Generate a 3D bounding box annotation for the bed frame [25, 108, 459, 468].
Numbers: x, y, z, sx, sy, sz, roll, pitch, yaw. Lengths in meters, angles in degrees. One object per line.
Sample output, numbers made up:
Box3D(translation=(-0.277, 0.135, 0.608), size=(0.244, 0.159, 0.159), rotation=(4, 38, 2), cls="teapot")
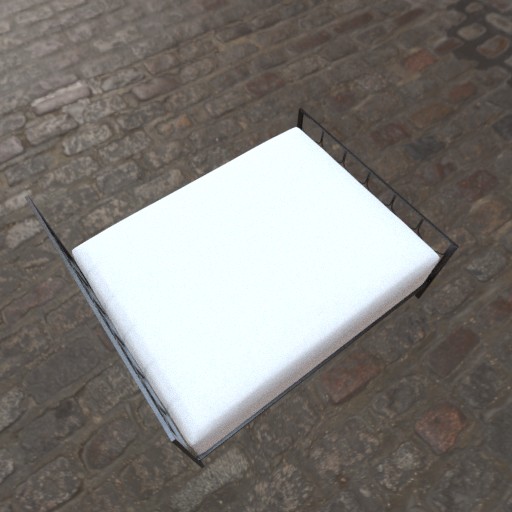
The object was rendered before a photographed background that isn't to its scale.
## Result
Box3D(translation=(0.000, 0.000, 3.008), size=(2.063, 1.222, 1.597), rotation=(-33, 65, -17), cls="bed frame")
